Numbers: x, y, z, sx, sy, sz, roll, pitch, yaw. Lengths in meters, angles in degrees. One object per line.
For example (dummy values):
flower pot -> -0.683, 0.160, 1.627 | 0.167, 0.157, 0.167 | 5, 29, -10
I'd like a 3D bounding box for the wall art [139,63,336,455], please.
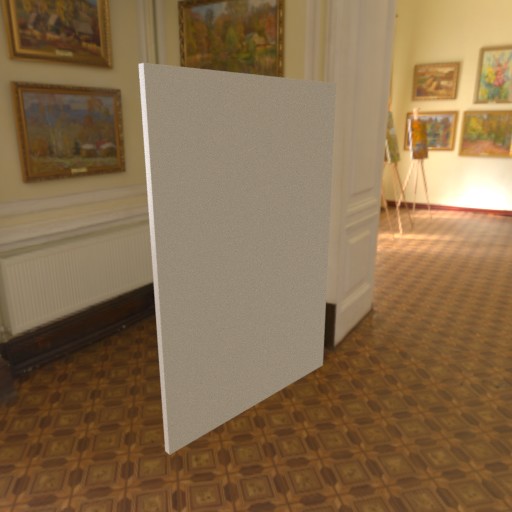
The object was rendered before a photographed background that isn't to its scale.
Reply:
wall art -> 0.000, 0.000, 0.625 | 0.325, 0.474, 0.010 | -15, 22, -42
